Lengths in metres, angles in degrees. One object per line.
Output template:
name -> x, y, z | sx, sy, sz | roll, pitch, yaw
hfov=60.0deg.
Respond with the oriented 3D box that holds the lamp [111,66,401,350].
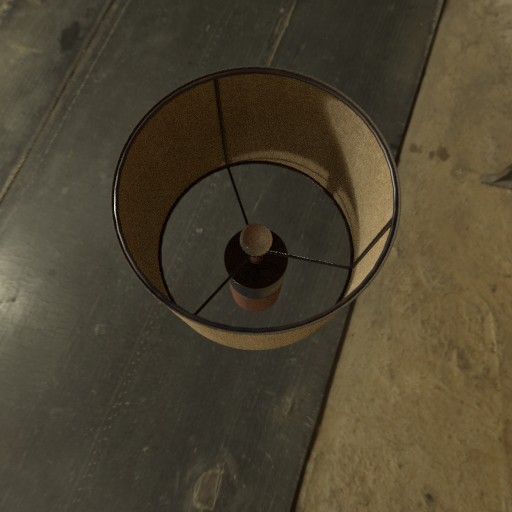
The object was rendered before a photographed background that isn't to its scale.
lamp -> 0.000, 0.000, 0.477 | 0.202, 0.350, 0.202 | 0, 74, 0
